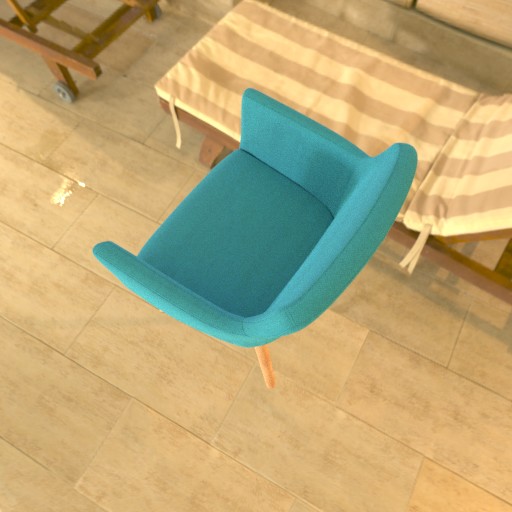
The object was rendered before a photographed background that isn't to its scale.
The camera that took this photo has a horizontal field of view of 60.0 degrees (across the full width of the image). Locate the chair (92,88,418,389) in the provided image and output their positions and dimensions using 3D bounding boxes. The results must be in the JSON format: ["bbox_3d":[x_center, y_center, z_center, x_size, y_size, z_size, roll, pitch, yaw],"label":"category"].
[{"bbox_3d":[0.000,0.000,1.170,0.540,0.780,0.570,32,68,15],"label":"chair"}]
